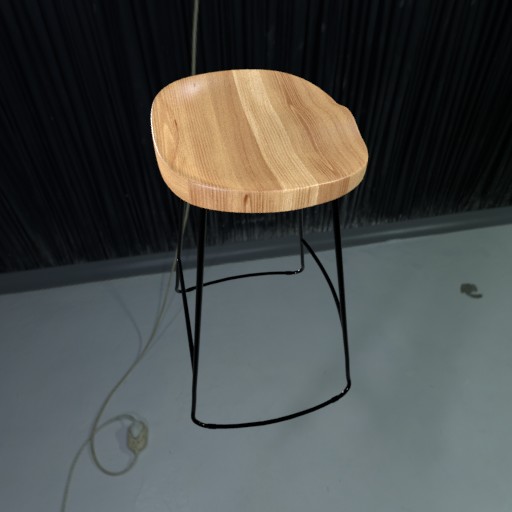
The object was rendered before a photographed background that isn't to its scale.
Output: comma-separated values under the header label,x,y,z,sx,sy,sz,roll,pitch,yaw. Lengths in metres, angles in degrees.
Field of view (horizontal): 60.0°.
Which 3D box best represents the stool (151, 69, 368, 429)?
label,x,y,z,sx,sy,sz,roll,pitch,yaw
stool,0.000,0.000,0.985,0.401,0.679,0.480,-9,47,-9
